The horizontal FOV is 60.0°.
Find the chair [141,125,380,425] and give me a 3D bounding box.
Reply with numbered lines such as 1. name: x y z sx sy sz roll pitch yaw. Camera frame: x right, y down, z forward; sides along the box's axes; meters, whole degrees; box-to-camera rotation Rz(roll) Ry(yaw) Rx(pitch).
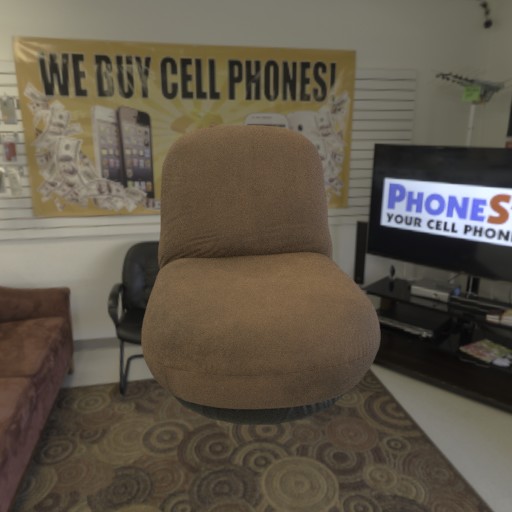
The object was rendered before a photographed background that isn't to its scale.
1. chair: 0.000 0.000 1.035 0.521 0.594 0.597 -2 16 -8
